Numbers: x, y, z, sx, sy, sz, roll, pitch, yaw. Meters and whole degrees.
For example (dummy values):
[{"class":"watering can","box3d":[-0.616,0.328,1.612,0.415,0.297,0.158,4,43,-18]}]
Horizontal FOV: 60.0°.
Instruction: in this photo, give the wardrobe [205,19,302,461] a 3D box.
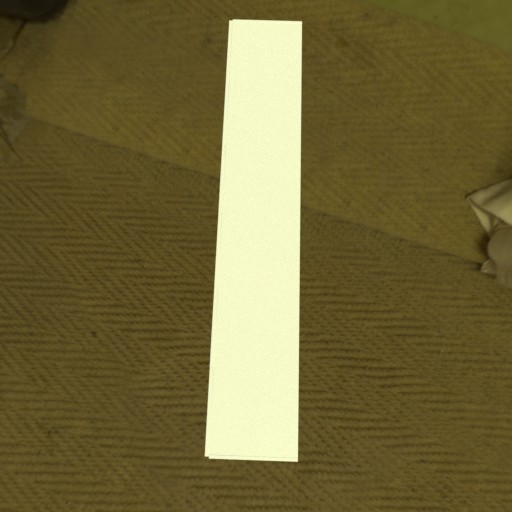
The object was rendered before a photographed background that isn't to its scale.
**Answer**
[{"class":"wardrobe","box3d":[0.000,0.000,4.053,0.580,2.360,3.000,2,76,0]}]
